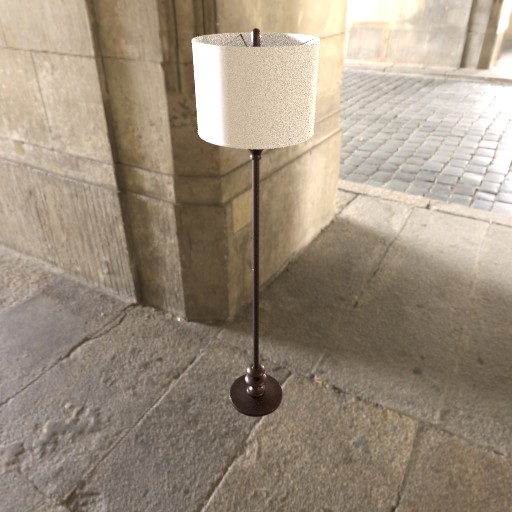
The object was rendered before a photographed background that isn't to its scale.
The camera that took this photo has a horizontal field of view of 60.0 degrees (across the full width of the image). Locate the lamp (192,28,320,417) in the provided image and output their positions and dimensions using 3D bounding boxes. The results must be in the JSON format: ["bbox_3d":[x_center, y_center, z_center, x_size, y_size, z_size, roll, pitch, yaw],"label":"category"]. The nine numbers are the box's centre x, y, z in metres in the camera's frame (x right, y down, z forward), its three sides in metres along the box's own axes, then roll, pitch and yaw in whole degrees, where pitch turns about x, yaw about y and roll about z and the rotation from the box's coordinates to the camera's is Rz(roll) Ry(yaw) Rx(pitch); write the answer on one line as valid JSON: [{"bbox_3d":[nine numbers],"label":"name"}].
[{"bbox_3d":[0.000,0.000,1.621,0.356,1.487,0.356,-9,33,-13],"label":"lamp"}]
